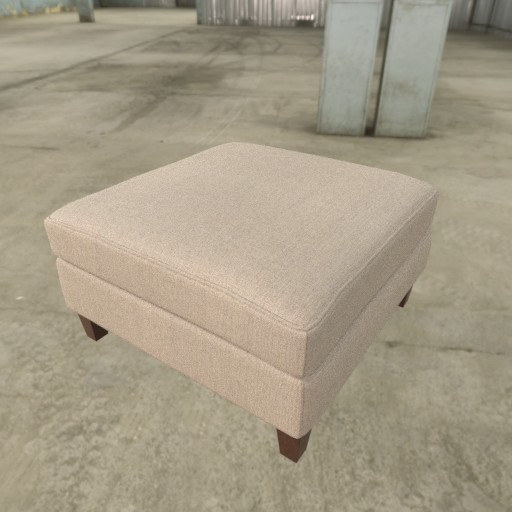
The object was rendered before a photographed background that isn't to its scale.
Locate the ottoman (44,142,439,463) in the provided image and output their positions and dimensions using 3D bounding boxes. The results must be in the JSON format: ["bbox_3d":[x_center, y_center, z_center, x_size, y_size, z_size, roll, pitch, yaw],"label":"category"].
[{"bbox_3d":[0.000,0.000,1.349,0.838,0.481,0.838,20,36,30],"label":"ottoman"}]
